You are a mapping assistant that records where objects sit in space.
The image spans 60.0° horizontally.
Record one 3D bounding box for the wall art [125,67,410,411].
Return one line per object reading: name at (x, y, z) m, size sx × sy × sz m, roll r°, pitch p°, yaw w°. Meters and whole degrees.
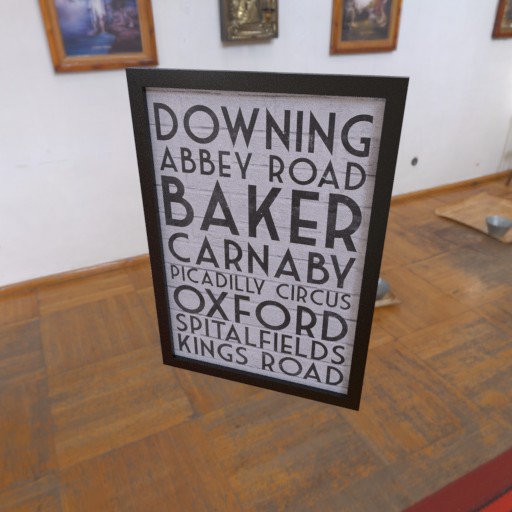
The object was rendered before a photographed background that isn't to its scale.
wall art at (0.000, 0.000, 0.560) m, size 0.304 × 0.432 × 0.013 m, roll 9°, pitch 29°, yaw 16°
